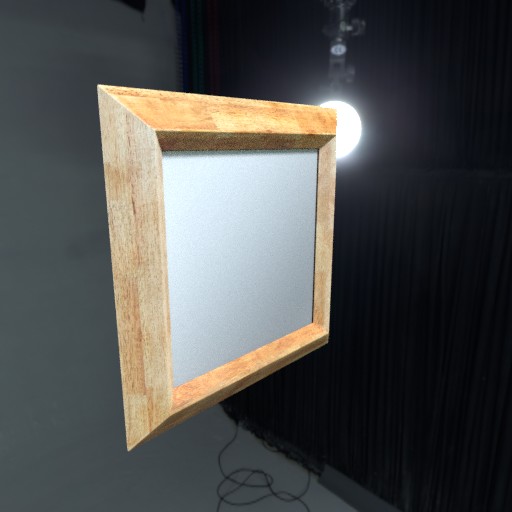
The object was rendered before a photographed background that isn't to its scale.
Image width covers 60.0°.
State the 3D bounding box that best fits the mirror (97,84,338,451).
[{"bbox_3d":[0.000,0.000,0.968,0.047,0.651,0.651,13,19,42],"label":"mirror"}]
